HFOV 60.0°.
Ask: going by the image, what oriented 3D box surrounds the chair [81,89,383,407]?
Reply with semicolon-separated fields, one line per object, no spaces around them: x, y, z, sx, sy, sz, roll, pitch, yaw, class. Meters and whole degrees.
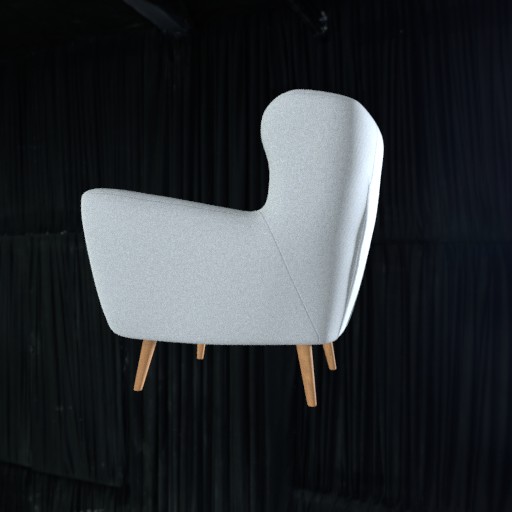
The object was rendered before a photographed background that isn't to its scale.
0.000;0.000;1.606;0.889;0.889;0.890;0;-1;17;chair
